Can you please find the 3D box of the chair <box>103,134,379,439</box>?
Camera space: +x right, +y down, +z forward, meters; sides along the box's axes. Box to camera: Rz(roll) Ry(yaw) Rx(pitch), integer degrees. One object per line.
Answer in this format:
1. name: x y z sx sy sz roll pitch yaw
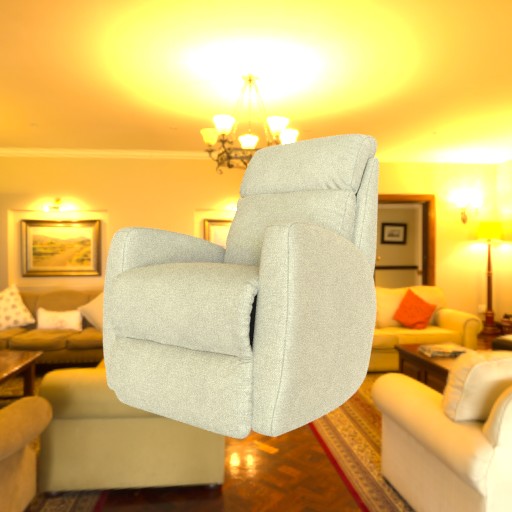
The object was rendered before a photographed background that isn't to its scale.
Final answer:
1. chair: 0.000 0.000 1.682 0.812 1.015 0.941 1 1 36
